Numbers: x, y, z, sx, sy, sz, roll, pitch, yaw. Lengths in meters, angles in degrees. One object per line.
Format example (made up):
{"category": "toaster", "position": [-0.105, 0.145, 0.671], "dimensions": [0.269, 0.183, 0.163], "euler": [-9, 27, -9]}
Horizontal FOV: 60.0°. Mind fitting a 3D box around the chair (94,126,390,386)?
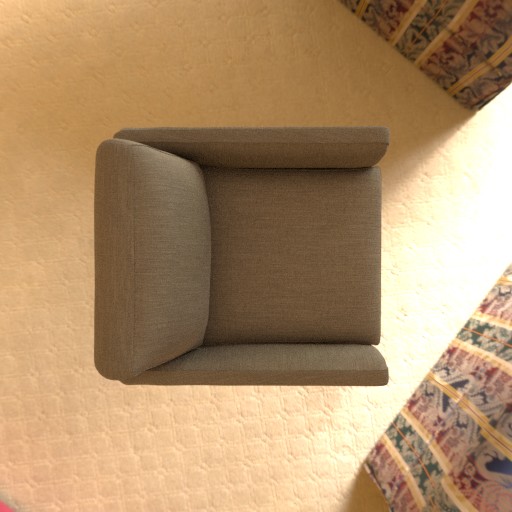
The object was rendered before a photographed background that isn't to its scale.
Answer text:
{"category": "chair", "position": [0.000, 0.000, 1.465], "dimensions": [0.834, 0.811, 0.763], "euler": [0, 91, 0]}
